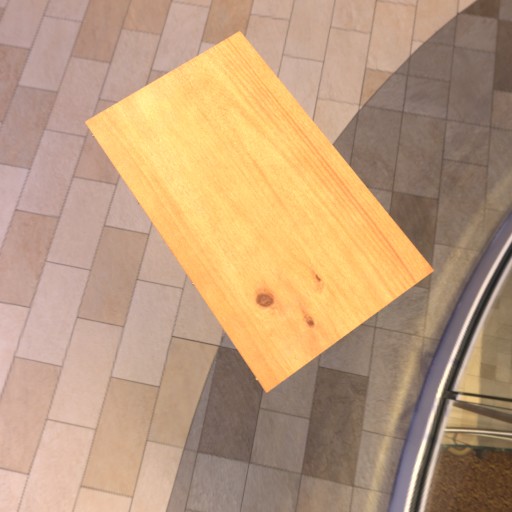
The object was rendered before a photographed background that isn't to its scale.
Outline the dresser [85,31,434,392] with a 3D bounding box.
[{"bbox_3d":[0.000,0.000,1.618,0.479,1.240,0.761,-34,78,-8],"label":"dresser"}]
